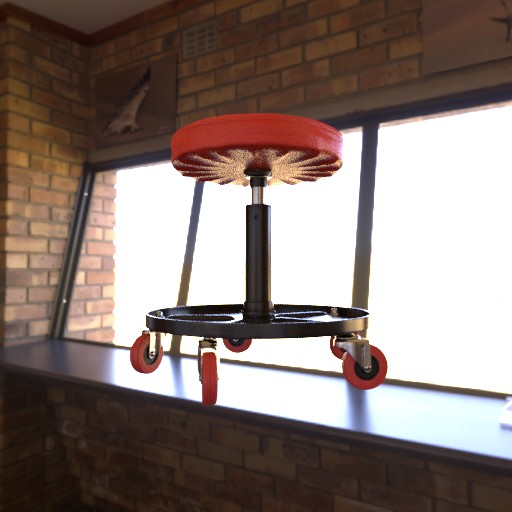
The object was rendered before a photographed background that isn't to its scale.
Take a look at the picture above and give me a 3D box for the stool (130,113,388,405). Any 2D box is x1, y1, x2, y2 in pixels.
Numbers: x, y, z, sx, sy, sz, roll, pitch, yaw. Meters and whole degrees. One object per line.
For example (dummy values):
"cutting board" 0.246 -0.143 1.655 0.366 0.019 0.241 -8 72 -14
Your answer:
"stool" 0.000 0.000 0.695 0.381 0.365 0.382 0 -2 0
